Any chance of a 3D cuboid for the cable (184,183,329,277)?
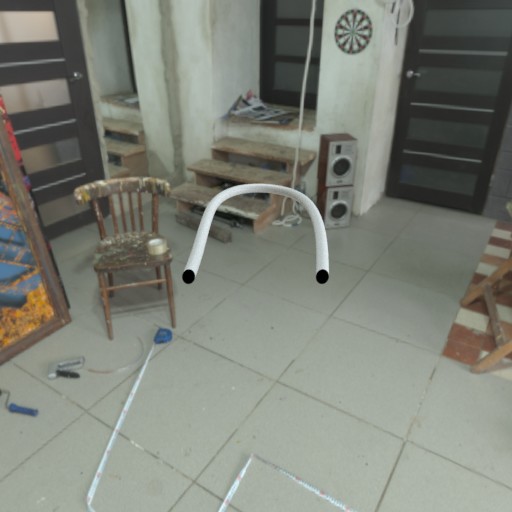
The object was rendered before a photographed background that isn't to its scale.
[{"bbox_3d":[0.000,0.000,0.108,0.040,0.006,0.098,2,29,3],"label":"cable"}]
